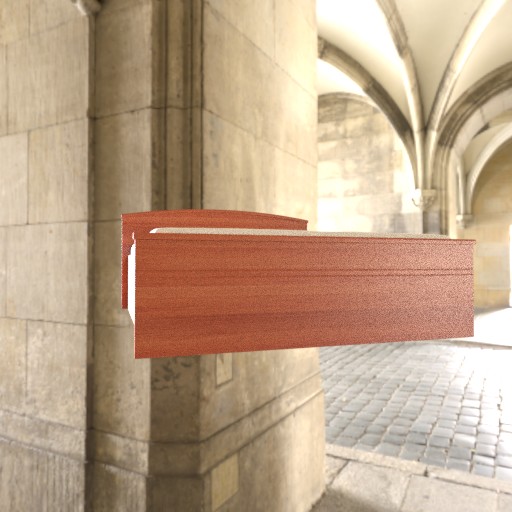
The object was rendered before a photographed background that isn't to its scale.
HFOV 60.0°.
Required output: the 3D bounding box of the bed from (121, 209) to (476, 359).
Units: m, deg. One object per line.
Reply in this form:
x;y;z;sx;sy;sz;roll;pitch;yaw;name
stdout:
0.000;0.000;2.968;1.683;0.848;2.053;0;-1;-18;bed
